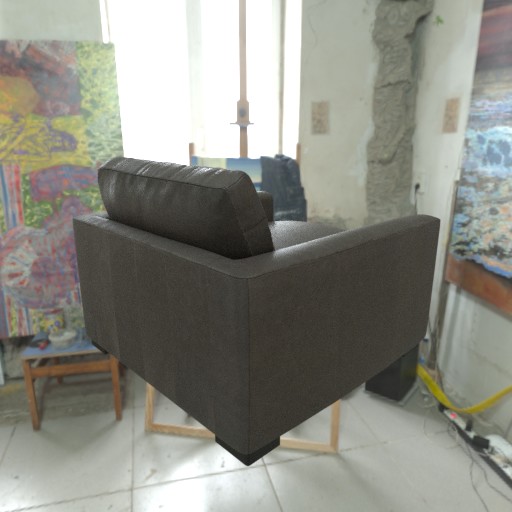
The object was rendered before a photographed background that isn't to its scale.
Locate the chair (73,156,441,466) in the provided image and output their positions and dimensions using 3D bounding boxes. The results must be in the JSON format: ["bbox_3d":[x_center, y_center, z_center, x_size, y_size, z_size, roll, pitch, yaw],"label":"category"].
[{"bbox_3d":[0.000,0.000,1.824,1.080,0.807,1.106,-15,22,-41],"label":"chair"}]
